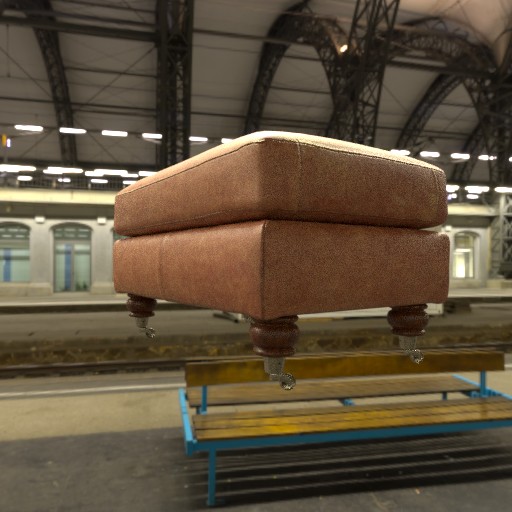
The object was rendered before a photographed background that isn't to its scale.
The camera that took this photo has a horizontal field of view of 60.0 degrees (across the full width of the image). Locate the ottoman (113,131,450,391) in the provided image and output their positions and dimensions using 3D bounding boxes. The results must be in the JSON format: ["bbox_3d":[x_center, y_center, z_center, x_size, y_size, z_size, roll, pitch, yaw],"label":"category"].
[{"bbox_3d":[0.000,0.000,1.210,0.565,0.507,0.852,1,-1,-35],"label":"ottoman"}]
